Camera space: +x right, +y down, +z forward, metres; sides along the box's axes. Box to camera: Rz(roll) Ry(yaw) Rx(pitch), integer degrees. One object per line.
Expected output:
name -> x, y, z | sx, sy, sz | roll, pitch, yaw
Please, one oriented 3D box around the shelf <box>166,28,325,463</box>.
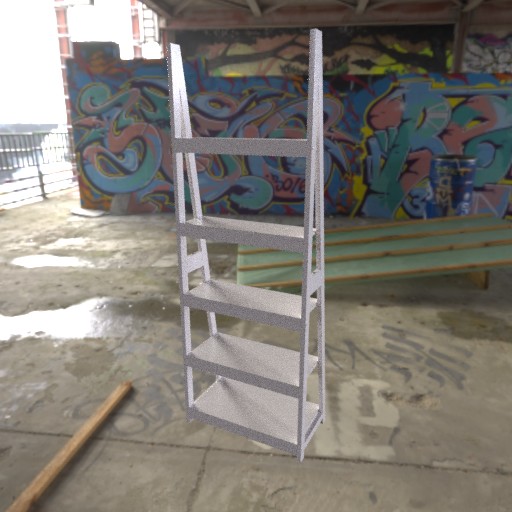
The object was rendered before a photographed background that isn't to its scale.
shelf -> 0.000, 0.000, 2.034 | 0.636, 1.779, 0.341 | 8, 19, 26
